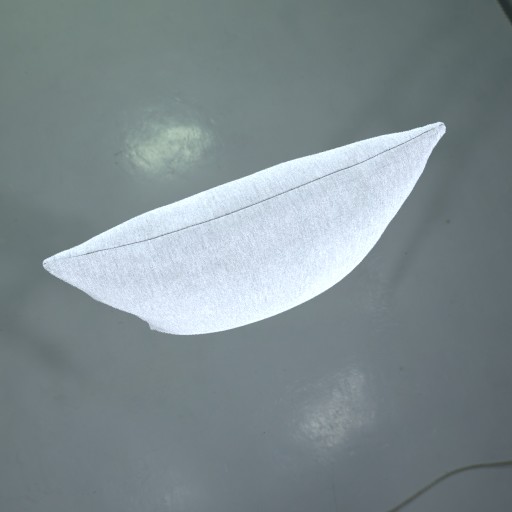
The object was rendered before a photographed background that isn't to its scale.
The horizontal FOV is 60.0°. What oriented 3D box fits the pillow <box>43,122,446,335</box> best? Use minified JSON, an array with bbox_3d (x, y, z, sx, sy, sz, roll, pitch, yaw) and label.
[{"bbox_3d":[0.000,0.000,0.653,0.433,0.436,0.173,-20,76,-5],"label":"pillow"}]
